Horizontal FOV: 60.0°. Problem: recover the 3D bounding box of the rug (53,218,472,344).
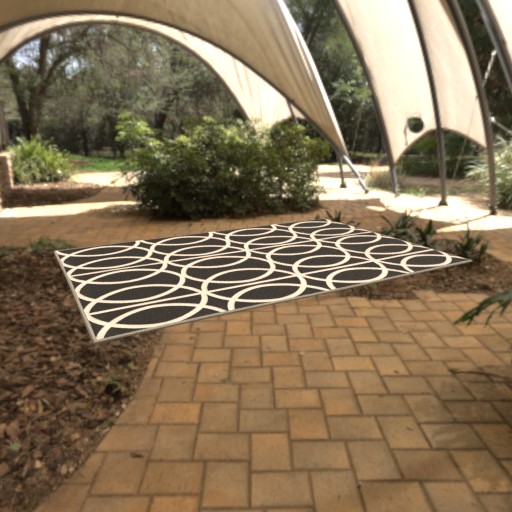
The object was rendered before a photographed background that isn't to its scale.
[{"bbox_3d":[0.000,0.000,2.895,2.294,0.014,1.528,-9,18,-28],"label":"rug"}]
